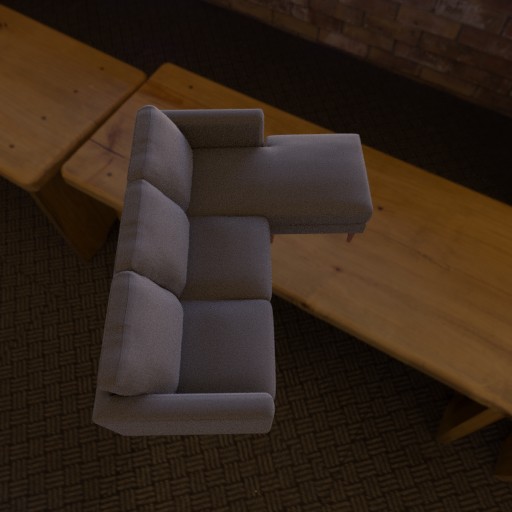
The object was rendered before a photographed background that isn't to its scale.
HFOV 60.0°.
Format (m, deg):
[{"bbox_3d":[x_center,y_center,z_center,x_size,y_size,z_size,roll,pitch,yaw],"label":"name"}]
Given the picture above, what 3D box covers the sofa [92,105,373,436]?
[{"bbox_3d":[0.000,0.000,2.788,1.591,0.897,2.031,-1,62,0],"label":"sofa"}]
